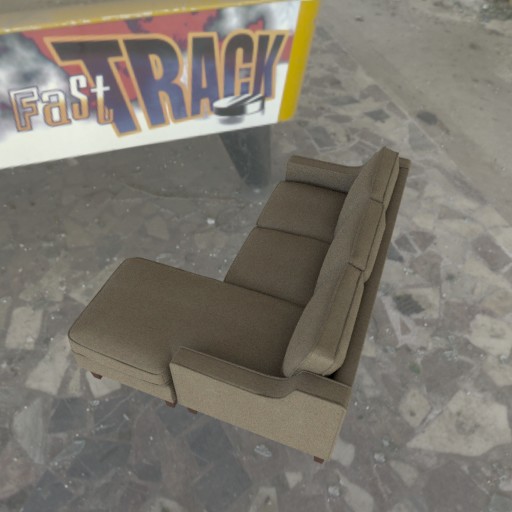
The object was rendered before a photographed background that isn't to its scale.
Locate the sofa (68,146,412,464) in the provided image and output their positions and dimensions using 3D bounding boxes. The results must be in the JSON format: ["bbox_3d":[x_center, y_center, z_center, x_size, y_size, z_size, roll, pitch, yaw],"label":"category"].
[{"bbox_3d":[0.000,0.000,3.372,1.858,1.081,2.317,16,48,14],"label":"sofa"}]
